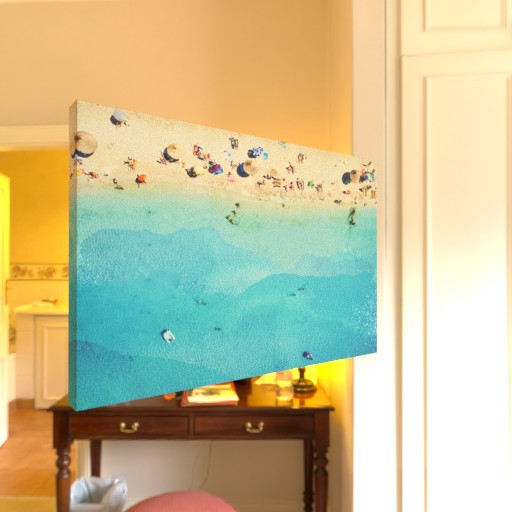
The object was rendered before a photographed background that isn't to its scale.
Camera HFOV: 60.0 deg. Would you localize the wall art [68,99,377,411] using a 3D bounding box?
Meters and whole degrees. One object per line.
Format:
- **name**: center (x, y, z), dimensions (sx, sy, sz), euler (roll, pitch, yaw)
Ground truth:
- **wall art**: center (0.000, 0.000, 0.771), dimensions (0.609, 0.406, 0.039), euler (0, -1, -36)
